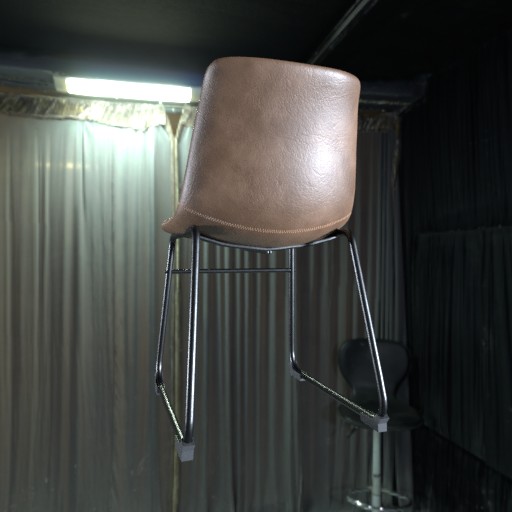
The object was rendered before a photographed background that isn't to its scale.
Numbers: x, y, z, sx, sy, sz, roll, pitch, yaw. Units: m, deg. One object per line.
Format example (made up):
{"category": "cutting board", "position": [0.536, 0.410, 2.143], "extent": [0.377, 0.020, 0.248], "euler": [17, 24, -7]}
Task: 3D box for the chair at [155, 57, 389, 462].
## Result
{"category": "chair", "position": [0.000, 0.000, 1.136], "extent": [0.460, 0.780, 0.551], "euler": [0, 0, -19]}
